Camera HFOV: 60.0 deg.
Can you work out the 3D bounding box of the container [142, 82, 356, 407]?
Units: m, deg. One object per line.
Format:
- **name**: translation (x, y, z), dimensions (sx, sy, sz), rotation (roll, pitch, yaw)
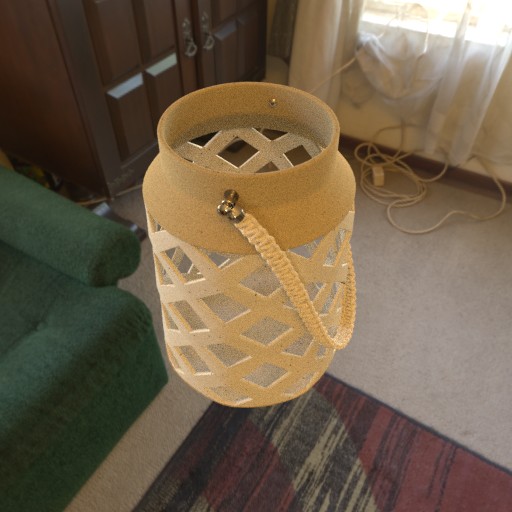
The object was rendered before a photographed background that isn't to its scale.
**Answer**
- **container**: translation (0.000, 0.000, 0.347), dimensions (0.172, 0.229, 0.163), rotation (10, 47, 9)
